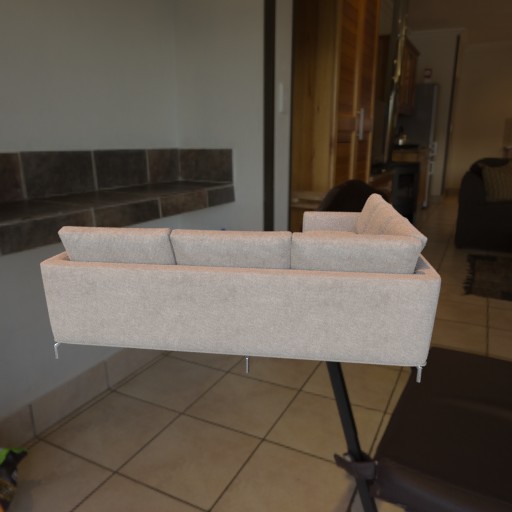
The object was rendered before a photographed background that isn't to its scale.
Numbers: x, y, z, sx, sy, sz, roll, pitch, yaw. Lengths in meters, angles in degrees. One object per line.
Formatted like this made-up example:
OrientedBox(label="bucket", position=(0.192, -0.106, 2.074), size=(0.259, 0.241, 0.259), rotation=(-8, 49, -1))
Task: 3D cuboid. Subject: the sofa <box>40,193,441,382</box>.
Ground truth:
OrientedBox(label="sofa", position=(0.000, 0.000, 3.777), size=(2.438, 0.864, 2.438), rotation=(2, 14, 8))
